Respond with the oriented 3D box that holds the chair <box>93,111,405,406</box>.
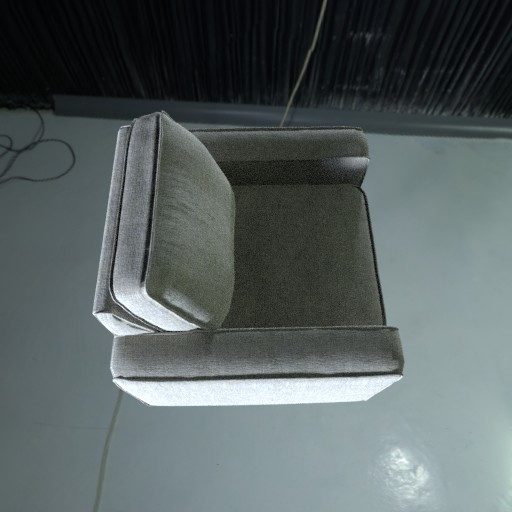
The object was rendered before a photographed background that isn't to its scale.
[{"bbox_3d":[0.000,0.000,1.703,0.940,0.914,1.016,-1,64,-1],"label":"chair"}]
